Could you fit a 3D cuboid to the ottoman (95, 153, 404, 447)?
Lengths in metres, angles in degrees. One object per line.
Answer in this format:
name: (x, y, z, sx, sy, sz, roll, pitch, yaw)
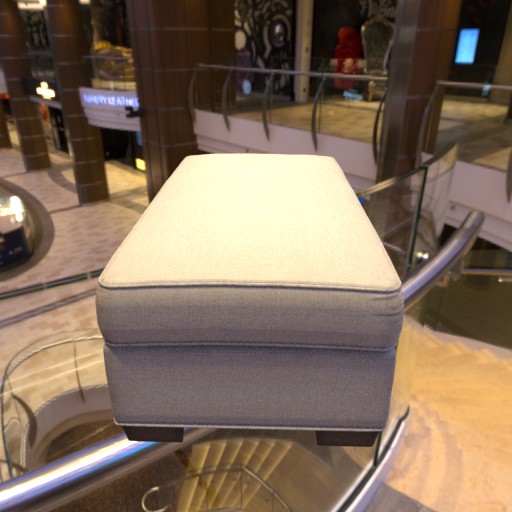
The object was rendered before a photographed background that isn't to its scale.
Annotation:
ottoman: (0.000, 0.000, 1.400, 0.617, 0.461, 1.097, 1, 26, 1)
